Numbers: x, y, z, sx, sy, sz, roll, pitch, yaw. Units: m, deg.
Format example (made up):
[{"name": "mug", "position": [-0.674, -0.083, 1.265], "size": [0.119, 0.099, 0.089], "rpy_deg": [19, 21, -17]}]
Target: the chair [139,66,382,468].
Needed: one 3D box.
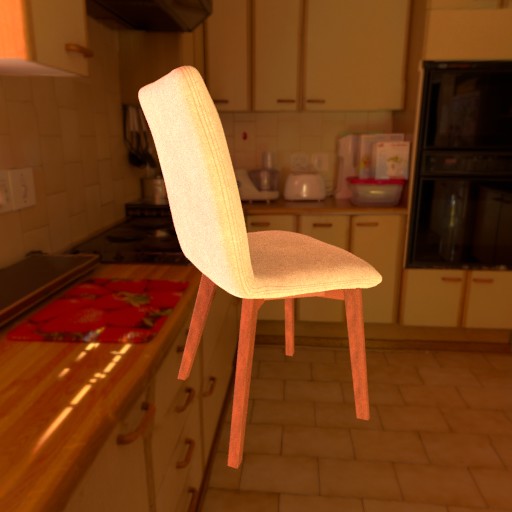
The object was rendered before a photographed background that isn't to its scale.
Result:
[{"name": "chair", "position": [0.000, 0.000, 1.317], "size": [0.563, 0.974, 0.522], "rpy_deg": [-7, 17, -24]}]
